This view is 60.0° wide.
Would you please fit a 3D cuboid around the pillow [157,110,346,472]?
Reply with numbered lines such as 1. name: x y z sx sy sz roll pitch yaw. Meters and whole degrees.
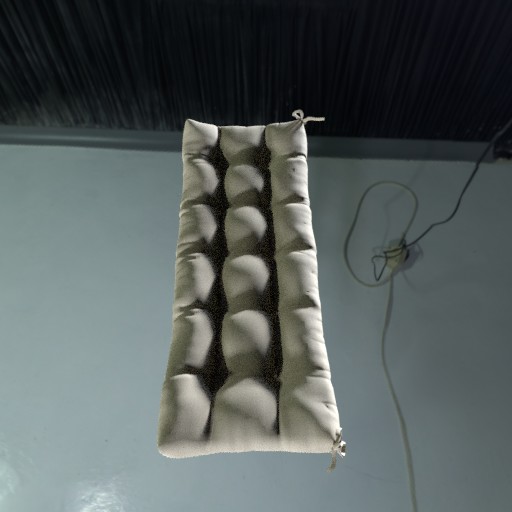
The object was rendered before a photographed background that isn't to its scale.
1. pillow: 0.000 0.000 1.350 0.511 0.174 1.194 -1 59 -1
